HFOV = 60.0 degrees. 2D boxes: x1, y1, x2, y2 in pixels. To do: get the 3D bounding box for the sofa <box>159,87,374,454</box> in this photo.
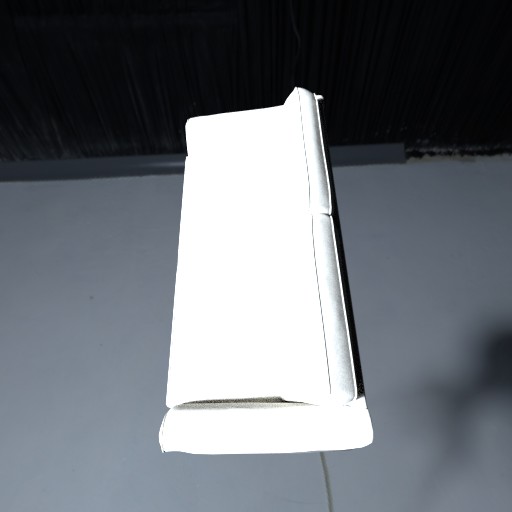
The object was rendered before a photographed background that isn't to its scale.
[{"bbox_3d":[0.000,0.000,2.709,0.980,0.965,2.270,-1,59,-1],"label":"sofa"}]
